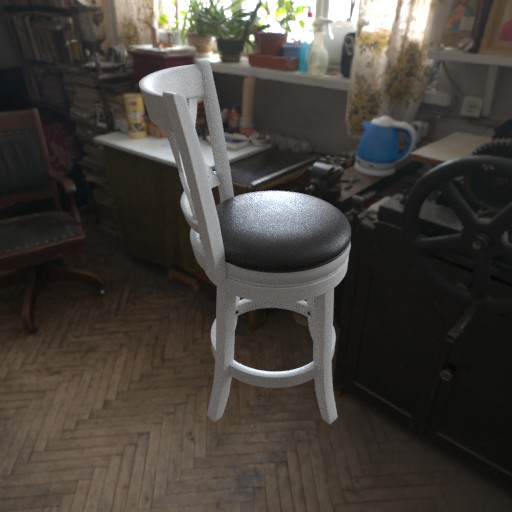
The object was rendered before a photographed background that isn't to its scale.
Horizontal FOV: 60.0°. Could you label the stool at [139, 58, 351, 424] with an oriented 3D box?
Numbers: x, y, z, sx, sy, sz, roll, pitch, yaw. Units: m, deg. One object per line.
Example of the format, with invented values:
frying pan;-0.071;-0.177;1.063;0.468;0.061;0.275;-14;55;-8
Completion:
stool;0.000;0.000;1.233;0.508;0.953;0.444;1;32;1
